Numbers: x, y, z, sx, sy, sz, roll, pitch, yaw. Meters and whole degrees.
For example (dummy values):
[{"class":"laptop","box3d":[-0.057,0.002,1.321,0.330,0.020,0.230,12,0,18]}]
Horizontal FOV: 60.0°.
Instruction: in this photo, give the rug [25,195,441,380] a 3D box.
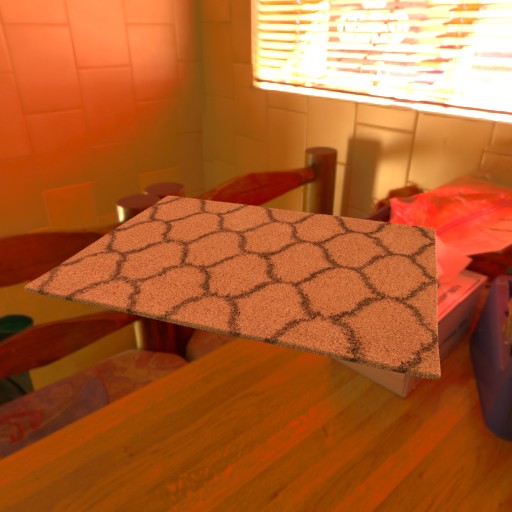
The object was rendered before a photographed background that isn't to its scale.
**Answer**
[{"class":"rug","box3d":[0.000,0.000,2.081,1.600,0.025,1.200,9,28,17]}]
